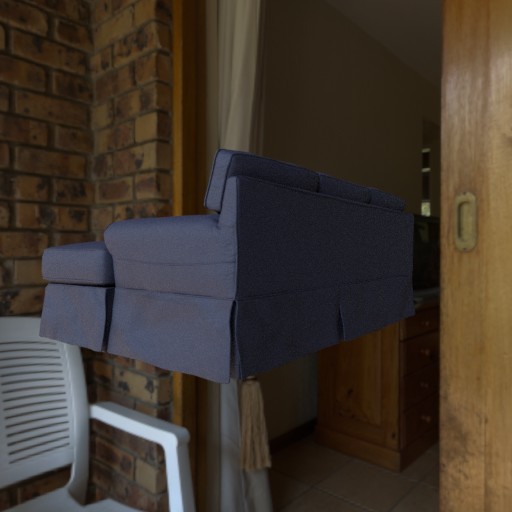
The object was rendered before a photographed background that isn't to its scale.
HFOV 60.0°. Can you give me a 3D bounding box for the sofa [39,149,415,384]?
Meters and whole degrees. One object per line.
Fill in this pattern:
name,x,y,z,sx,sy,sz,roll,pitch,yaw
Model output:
sofa,0.000,0.000,3.298,1.637,1.039,2.518,0,1,36
